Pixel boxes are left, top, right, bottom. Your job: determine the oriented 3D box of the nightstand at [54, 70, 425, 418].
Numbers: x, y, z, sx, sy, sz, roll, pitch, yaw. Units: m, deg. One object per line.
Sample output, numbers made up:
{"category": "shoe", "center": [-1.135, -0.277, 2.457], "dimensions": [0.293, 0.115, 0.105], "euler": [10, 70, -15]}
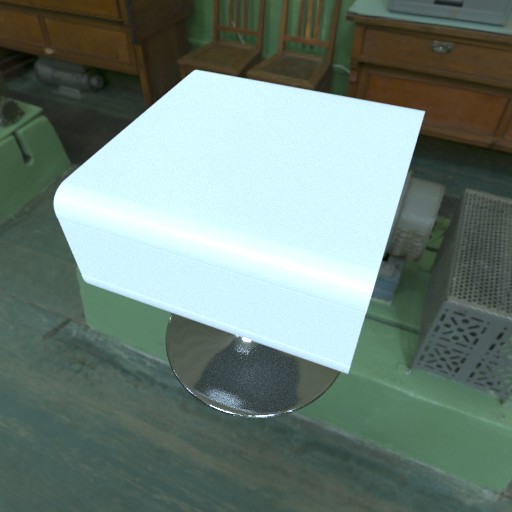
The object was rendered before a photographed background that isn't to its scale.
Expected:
{"category": "nightstand", "center": [0.000, 0.000, 0.764], "dimensions": [0.404, 0.447, 0.399], "euler": [16, 48, 15]}
